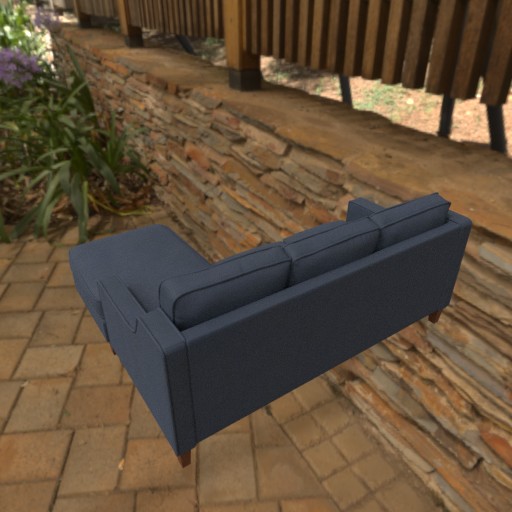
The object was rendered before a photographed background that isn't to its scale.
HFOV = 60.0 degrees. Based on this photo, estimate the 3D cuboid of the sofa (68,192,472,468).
[{"bbox_3d":[0.000,0.000,3.285,2.317,1.066,1.858,-19,36,-29],"label":"sofa"}]
